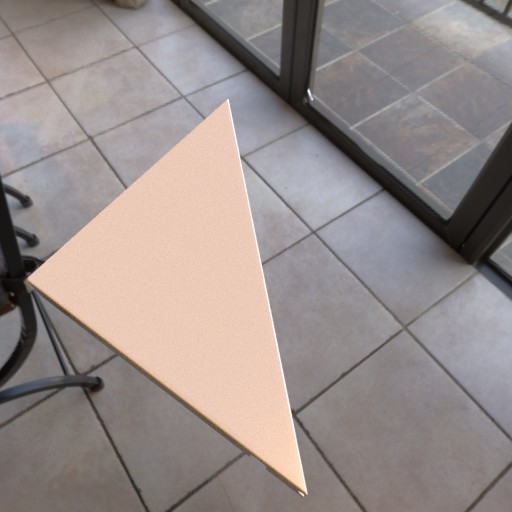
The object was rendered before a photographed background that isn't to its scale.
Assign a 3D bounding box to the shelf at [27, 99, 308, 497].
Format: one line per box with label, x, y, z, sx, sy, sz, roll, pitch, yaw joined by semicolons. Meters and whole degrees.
shelf;0.000;0.000;0.429;0.296;0.035;0.296;31;64;17
